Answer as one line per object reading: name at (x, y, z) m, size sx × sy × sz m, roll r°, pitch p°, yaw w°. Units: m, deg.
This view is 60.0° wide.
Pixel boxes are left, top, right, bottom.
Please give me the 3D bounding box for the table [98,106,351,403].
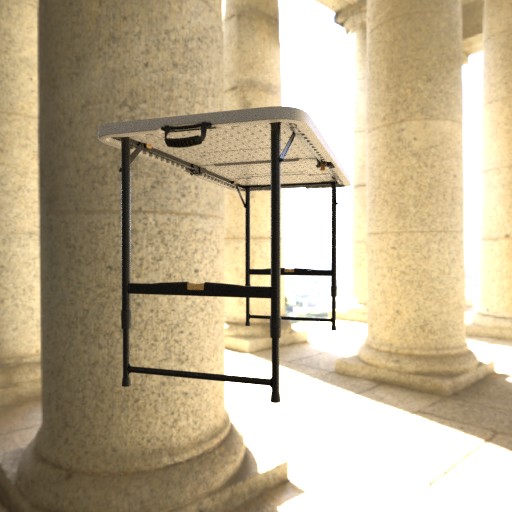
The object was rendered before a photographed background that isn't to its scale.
table at (0.000, 0.000, 1.705) m, size 0.611 × 0.737 × 1.245 m, roll 0°, pitch 1°, yaw 18°
